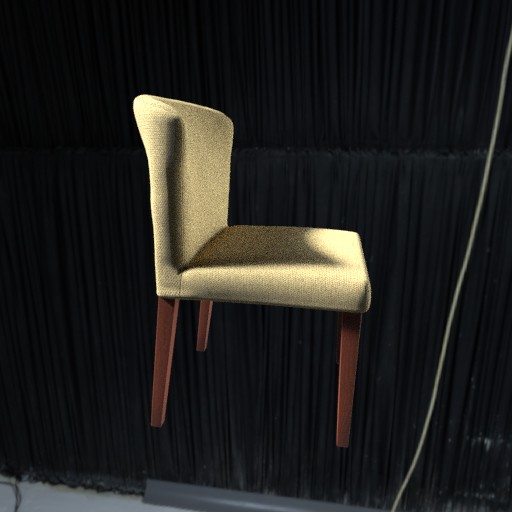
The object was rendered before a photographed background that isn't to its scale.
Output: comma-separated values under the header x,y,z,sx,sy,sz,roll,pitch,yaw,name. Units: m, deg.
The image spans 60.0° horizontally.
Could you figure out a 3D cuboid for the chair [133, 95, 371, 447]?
x,y,z,sx,sy,sz,roll,pitch,yaw,name
0.000,0.000,1.227,0.589,0.839,0.491,3,17,9,chair
